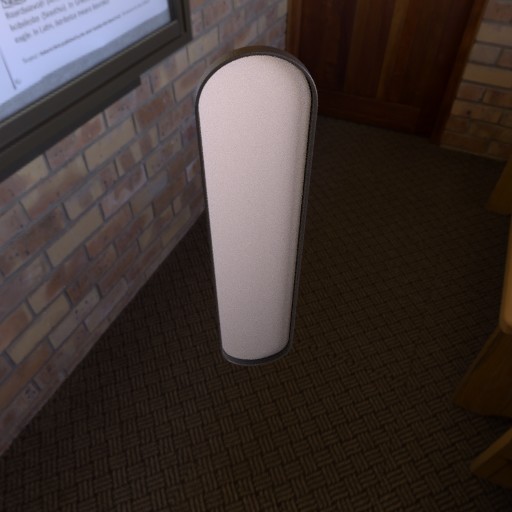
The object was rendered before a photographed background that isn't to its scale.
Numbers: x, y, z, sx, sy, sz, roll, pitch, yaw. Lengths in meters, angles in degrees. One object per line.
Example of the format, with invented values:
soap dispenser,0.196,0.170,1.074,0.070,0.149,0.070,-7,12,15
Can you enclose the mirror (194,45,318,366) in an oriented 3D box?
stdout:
mirror,0.000,0.000,1.089,0.222,0.991,0.032,-5,46,-5
